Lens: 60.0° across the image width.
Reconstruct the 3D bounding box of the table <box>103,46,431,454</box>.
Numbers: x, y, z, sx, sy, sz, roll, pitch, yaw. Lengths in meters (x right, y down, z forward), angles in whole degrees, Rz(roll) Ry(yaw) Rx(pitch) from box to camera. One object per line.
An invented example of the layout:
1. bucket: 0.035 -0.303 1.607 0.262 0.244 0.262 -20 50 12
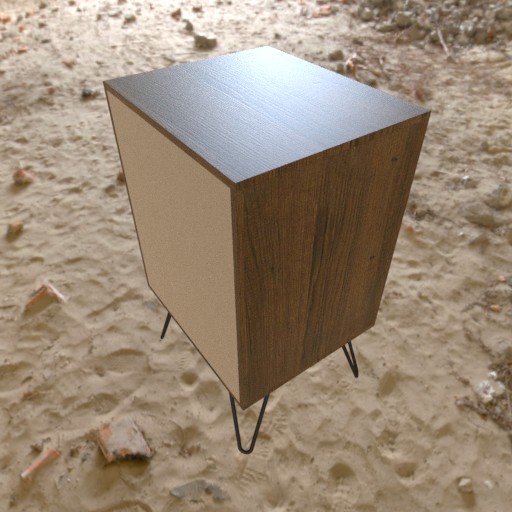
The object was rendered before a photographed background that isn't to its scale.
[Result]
1. table: 0.000 0.000 1.185 0.457 0.866 0.526 -25 47 -26
